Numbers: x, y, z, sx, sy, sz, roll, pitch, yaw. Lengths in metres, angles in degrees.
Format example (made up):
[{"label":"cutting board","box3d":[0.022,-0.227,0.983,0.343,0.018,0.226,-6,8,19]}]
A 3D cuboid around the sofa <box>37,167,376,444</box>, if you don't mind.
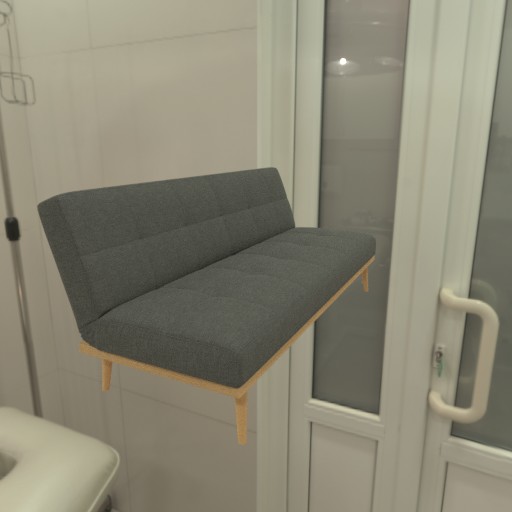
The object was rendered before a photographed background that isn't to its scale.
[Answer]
[{"label":"sofa","box3d":[0.000,0.000,2.210,0.820,0.770,1.820,7,16,26]}]
